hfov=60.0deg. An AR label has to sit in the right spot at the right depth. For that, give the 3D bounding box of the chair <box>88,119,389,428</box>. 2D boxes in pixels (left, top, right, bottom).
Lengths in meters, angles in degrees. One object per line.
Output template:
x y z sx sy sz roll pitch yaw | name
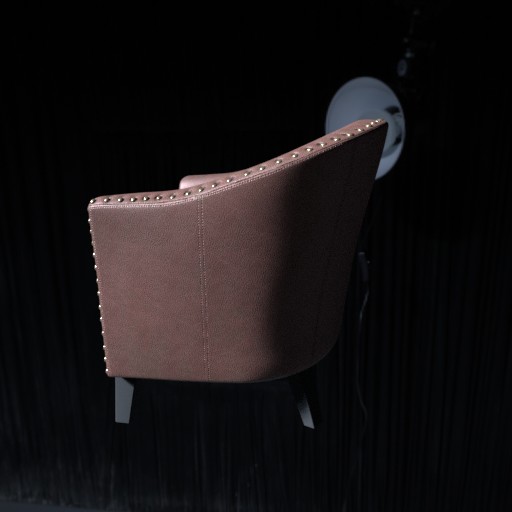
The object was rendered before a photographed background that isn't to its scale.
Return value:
0.000 0.000 1.409 0.748 0.823 0.794 2 14 8 | chair
